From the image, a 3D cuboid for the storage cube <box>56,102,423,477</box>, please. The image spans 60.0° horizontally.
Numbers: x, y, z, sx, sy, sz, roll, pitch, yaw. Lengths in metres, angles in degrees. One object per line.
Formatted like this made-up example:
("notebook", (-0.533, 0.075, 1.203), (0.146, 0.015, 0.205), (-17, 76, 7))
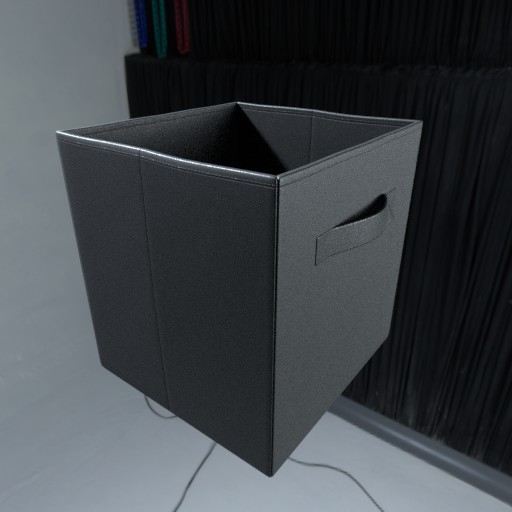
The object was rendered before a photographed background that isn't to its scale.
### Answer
("storage cube", (0.000, 0.000, 0.492), (0.270, 0.280, 0.270), (19, 32, 33))
